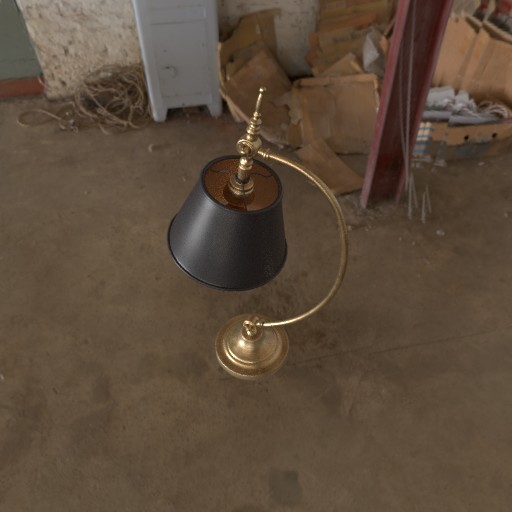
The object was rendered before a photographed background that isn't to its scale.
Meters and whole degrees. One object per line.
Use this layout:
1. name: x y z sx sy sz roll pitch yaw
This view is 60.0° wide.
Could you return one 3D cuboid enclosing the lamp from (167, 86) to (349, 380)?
1. lamp: 0.000 0.000 0.850 0.344 0.675 0.235 18 49 17
